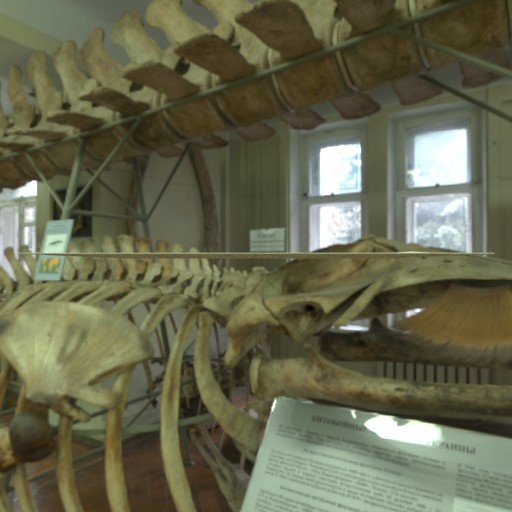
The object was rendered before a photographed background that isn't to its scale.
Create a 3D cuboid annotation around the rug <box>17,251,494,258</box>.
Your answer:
[{"bbox_3d":[0.000,0.000,4.048,3.051,0.021,2.448,0,-1,0],"label":"rug"}]
